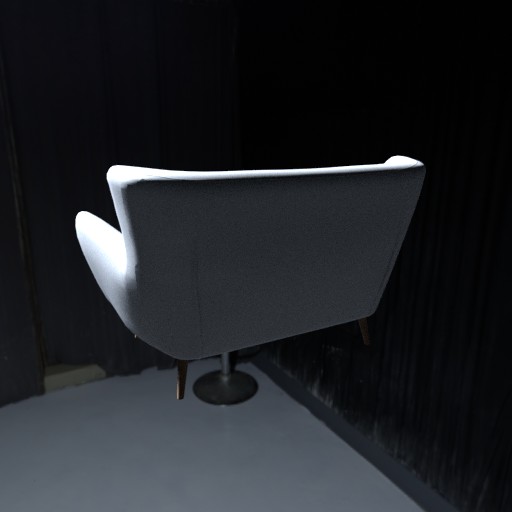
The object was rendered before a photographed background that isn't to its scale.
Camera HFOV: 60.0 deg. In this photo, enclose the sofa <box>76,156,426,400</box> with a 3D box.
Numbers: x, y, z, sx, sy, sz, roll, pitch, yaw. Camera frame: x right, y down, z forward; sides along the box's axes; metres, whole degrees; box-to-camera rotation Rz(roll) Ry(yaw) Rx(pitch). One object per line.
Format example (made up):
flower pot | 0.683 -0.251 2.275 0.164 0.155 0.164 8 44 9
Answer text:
sofa | 0.000 0.000 2.021 1.424 0.878 0.921 -8 18 -27
